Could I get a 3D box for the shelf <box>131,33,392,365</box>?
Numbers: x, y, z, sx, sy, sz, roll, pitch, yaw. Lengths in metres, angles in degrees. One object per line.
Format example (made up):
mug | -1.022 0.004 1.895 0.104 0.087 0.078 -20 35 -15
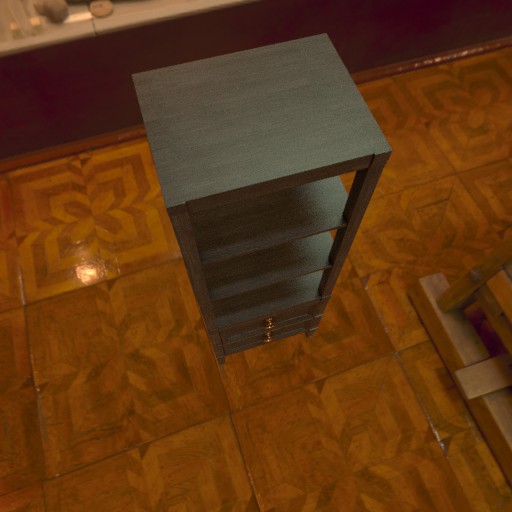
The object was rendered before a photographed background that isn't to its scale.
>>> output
shelf | 0.000 0.000 1.953 0.584 1.727 0.472 -15 65 -8
